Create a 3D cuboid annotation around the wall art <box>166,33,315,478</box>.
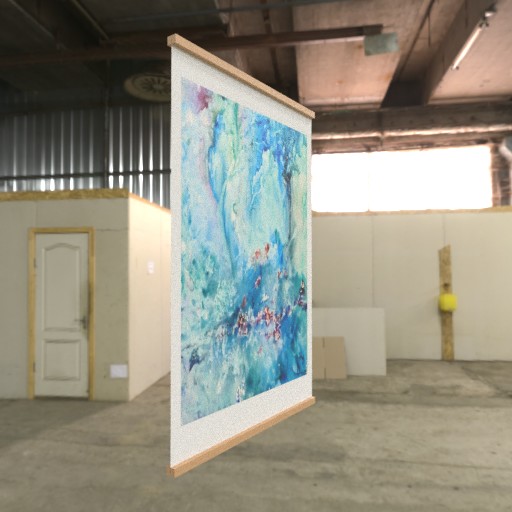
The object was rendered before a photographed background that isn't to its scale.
[{"bbox_3d":[0.000,0.000,0.776,0.016,0.611,0.401,-1,-1,36],"label":"wall art"}]
